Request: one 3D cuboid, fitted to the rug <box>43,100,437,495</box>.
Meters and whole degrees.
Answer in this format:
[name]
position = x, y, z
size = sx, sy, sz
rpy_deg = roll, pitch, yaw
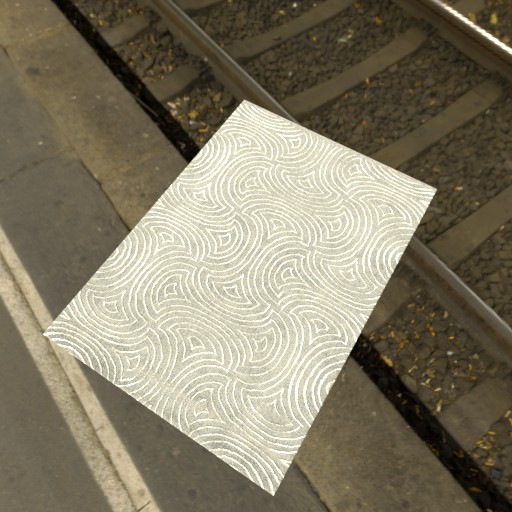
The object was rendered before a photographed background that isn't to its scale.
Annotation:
[rug]
position = 0.000, 0.000, 2.767
size = 1.543, 0.015, 2.144
rpy_deg = 29, 67, 14
